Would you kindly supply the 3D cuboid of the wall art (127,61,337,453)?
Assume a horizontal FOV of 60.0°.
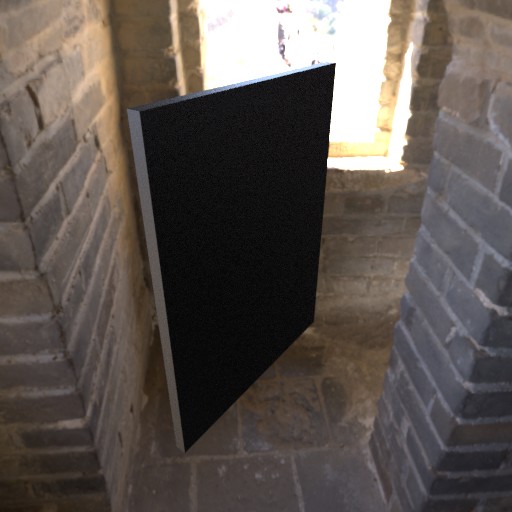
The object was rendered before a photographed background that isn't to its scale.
[{"bbox_3d":[0.000,0.000,1.420,0.038,1.062,0.806,21,37,31],"label":"wall art"}]
